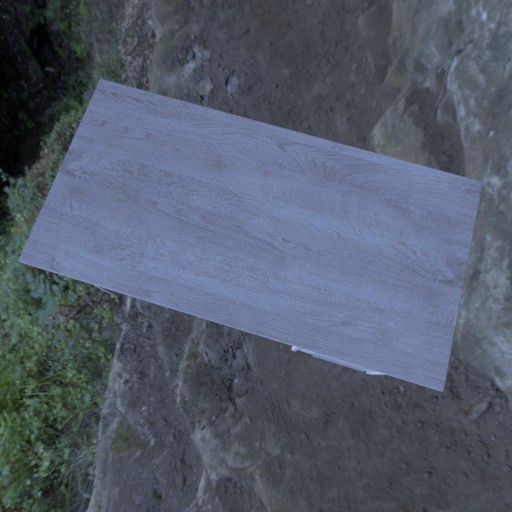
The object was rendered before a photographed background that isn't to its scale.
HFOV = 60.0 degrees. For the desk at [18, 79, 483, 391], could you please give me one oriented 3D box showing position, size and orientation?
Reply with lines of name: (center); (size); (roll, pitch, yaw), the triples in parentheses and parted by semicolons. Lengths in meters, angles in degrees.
desk: (0.000, 0.000, 1.512); (1.097, 0.735, 0.560); (16, 76, 4)
